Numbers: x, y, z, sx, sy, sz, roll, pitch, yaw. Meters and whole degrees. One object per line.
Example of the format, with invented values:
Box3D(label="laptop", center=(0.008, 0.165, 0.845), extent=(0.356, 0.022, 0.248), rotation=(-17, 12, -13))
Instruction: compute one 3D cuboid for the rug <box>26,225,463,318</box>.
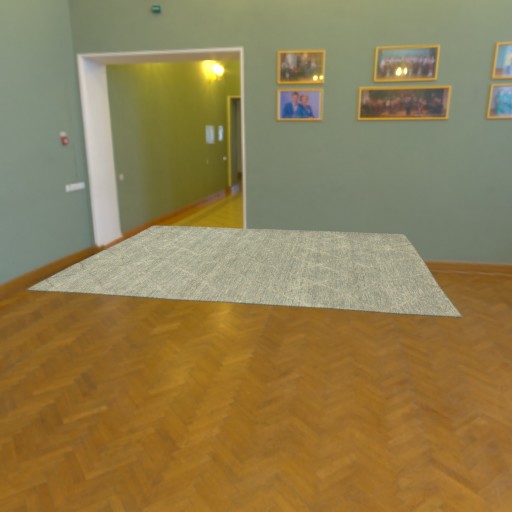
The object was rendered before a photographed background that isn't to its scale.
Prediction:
Box3D(label="rug", center=(0.000, 0.000, 4.152), extent=(3.048, 0.013, 2.438), rotation=(3, 15, 9))
